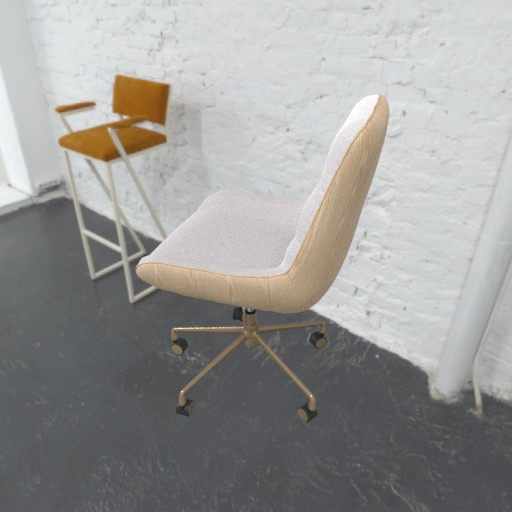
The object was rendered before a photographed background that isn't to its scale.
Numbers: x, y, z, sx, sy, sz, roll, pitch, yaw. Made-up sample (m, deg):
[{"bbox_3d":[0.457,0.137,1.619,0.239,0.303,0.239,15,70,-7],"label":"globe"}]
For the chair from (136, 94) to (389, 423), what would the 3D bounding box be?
[{"bbox_3d":[0.000,0.000,1.371,0.668,0.952,0.564,9,31,15],"label":"chair"}]
